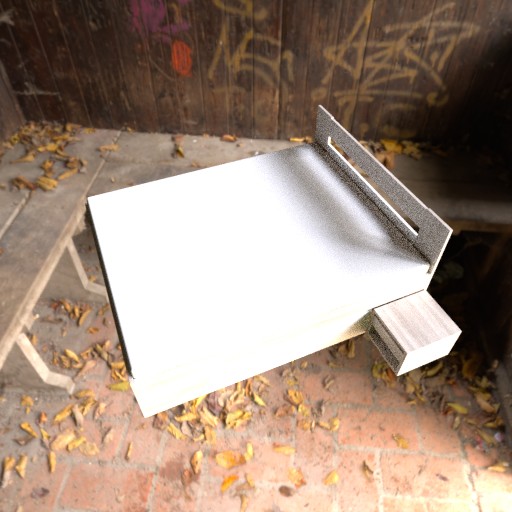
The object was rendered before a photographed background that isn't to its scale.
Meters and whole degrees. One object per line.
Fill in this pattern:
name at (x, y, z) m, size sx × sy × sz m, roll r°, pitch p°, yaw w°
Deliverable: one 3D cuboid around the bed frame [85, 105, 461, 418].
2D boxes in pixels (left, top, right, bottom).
bed frame at (0.000, 0.000, 3.130) m, size 2.050 × 0.860 × 2.040 m, roll -17°, pitch 49°, yaw -16°
